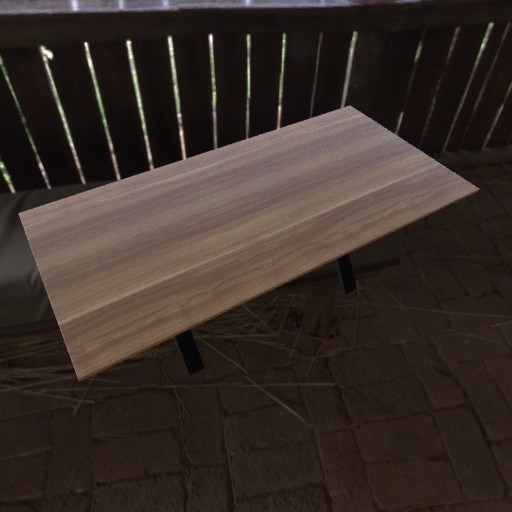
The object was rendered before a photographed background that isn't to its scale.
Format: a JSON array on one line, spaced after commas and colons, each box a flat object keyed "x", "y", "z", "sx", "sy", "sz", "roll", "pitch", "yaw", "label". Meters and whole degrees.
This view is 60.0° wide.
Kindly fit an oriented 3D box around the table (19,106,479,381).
[{"x": 0.000, "y": 0.000, "z": 2.421, "sx": 2.000, "sy": 0.770, "sz": 1.000, "roll": -24, "pitch": 51, "yaw": -21, "label": "table"}]
